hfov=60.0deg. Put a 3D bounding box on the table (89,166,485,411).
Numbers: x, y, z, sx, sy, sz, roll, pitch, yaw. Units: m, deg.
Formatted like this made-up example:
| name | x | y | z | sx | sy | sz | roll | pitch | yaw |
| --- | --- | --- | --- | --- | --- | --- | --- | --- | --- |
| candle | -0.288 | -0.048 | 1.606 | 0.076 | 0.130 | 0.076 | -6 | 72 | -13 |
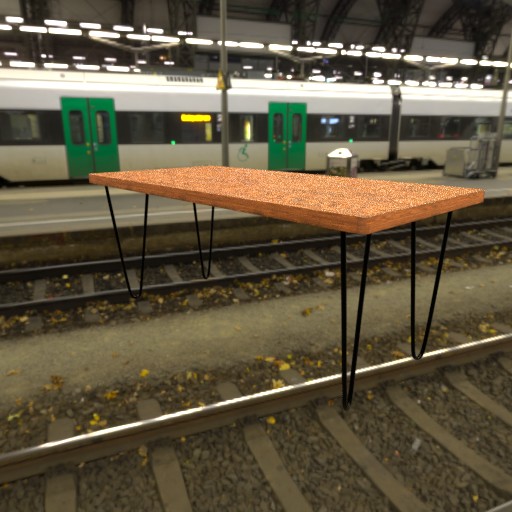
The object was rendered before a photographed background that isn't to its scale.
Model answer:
| name | x | y | z | sx | sy | sz | roll | pitch | yaw |
| --- | --- | --- | --- | --- | --- | --- | --- | --- | --- |
| table | 0.000 | 0.000 | 2.231 | 0.883 | 0.753 | 1.791 | -15 | 21 | -42 |
